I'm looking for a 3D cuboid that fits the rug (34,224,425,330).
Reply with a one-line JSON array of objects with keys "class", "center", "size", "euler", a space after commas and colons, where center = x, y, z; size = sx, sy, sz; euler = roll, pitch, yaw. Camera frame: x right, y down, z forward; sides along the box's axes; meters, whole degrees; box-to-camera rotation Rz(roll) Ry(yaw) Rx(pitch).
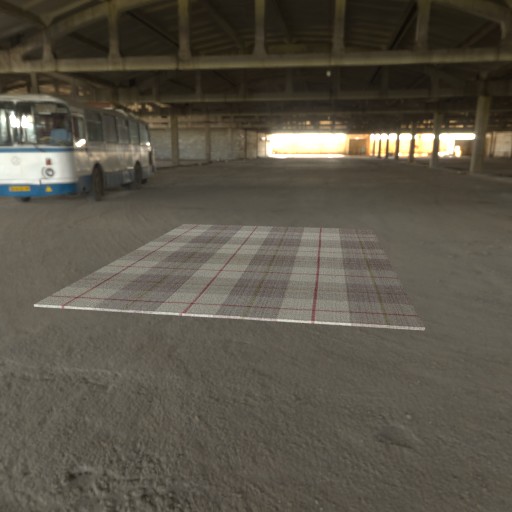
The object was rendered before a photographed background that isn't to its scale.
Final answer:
[{"class": "rug", "center": [0.000, 0.000, 3.988], "size": [2.317, 0.016, 2.959], "euler": [2, 14, 9]}]
